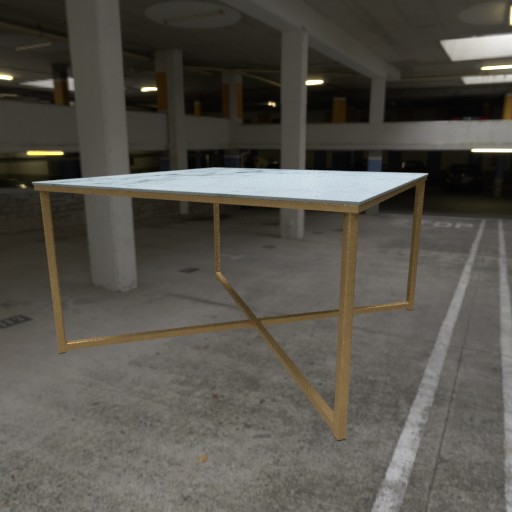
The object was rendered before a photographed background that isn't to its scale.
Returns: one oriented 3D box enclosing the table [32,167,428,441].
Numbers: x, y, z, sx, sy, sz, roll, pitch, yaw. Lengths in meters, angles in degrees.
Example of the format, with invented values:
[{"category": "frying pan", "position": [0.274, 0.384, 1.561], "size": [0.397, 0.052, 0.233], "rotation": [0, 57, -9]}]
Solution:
[{"category": "table", "position": [0.000, 0.000, 1.283], "size": [0.800, 0.450, 0.800], "rotation": [7, 16, 27]}]
